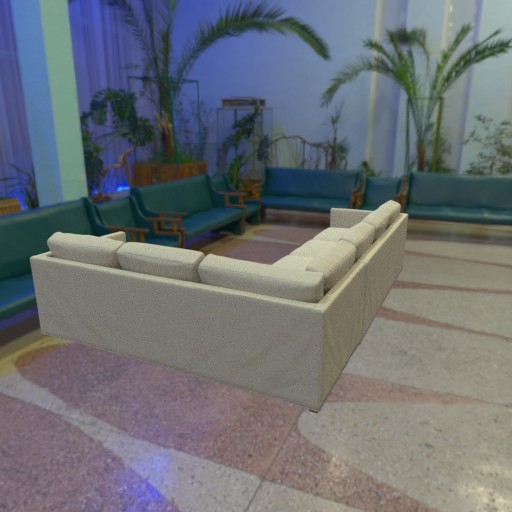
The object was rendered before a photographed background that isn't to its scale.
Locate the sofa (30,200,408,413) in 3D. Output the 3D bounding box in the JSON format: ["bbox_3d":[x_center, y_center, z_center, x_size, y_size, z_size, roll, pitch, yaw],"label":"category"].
[{"bbox_3d":[0.000,0.000,4.404,2.432,0.871,3.182,8,18,25],"label":"sofa"}]
